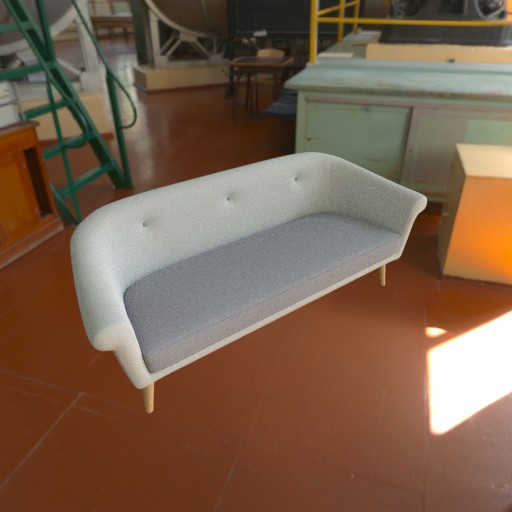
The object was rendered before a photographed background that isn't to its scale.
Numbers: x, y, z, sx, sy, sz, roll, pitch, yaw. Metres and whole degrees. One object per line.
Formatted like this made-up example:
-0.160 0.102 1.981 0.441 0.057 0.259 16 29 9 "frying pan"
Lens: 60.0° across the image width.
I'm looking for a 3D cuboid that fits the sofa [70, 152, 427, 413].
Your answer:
0.000 0.000 2.609 2.160 0.795 0.827 -22 37 -31 "sofa"
